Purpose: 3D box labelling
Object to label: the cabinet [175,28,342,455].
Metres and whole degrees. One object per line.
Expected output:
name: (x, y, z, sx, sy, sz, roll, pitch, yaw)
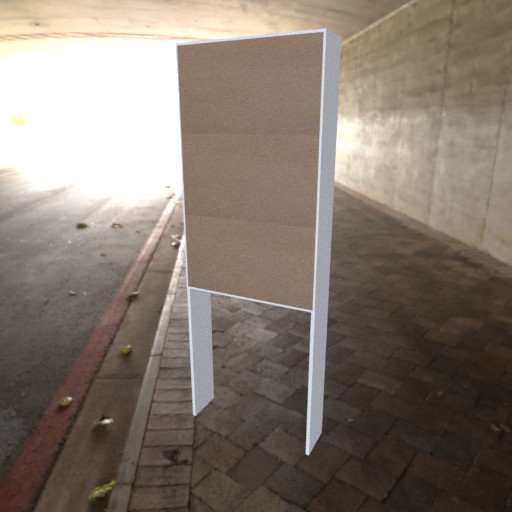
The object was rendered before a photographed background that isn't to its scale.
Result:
cabinet: (0.000, 0.000, 1.999, 0.643, 1.770, 0.192, 8, 19, 26)
